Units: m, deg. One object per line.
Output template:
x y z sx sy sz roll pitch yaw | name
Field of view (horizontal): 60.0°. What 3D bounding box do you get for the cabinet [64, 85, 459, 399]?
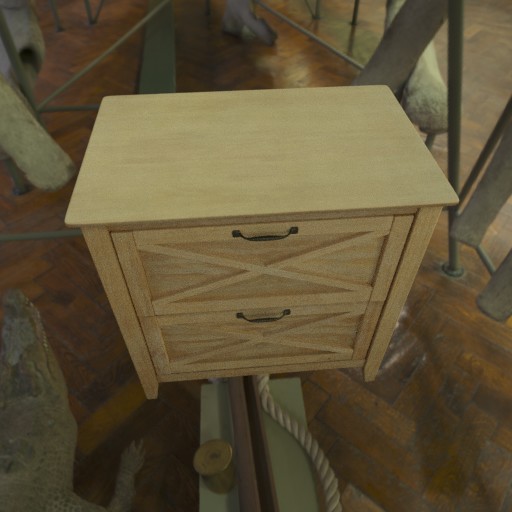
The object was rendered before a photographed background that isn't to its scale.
0.000 0.000 1.289 0.763 0.762 0.503 -4 47 -3 | cabinet
